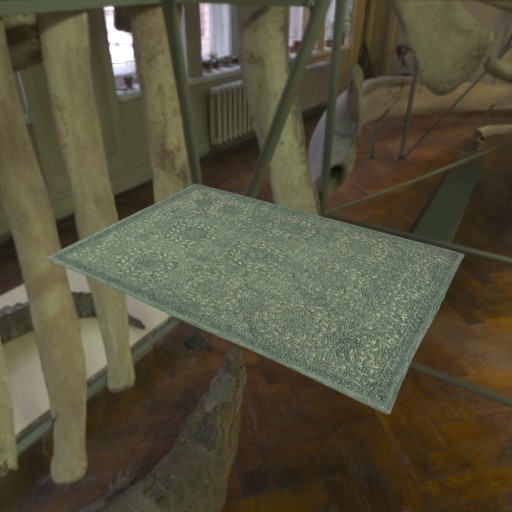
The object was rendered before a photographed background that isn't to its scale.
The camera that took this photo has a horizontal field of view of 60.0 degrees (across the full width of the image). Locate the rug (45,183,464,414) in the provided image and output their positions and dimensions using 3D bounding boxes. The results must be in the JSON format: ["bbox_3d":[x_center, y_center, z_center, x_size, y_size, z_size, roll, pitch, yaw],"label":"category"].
[{"bbox_3d":[0.000,0.000,2.317,1.830,0.016,1.224,18,36,28],"label":"rug"}]
